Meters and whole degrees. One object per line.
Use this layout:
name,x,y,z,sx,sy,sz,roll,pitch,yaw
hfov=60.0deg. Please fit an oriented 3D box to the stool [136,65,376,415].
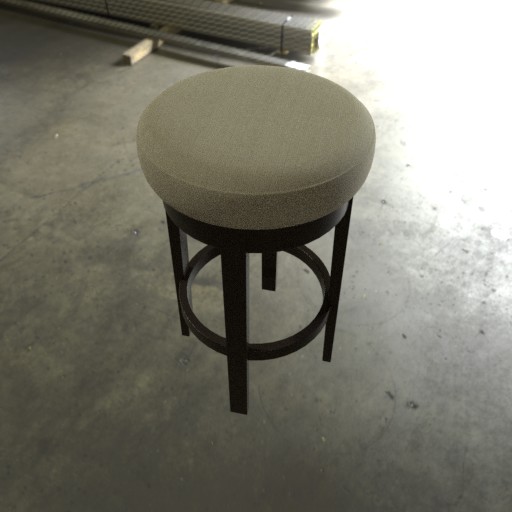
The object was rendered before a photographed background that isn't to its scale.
stool,0.000,0.000,1.045,0.446,0.758,0.446,0,47,0
